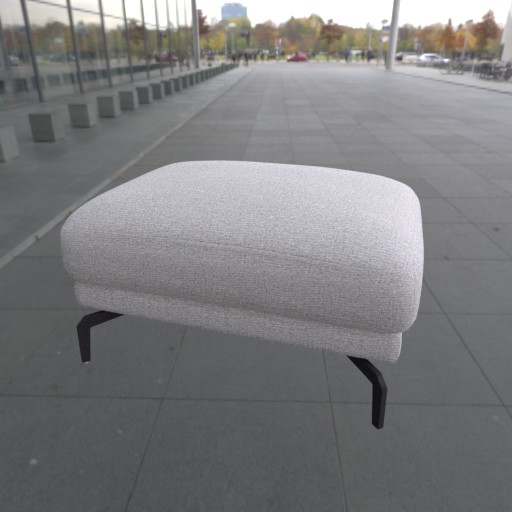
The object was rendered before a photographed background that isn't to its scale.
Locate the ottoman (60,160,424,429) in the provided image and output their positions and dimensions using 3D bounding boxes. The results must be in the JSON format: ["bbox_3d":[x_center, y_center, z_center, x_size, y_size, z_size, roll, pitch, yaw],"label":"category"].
[{"bbox_3d":[0.000,0.000,1.126,0.772,0.420,0.568,8,26,16],"label":"ottoman"}]
